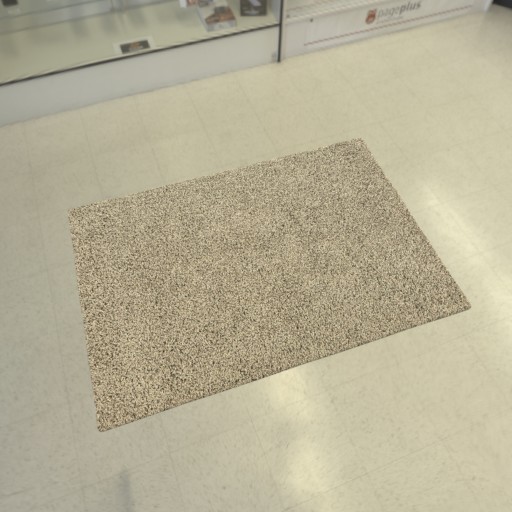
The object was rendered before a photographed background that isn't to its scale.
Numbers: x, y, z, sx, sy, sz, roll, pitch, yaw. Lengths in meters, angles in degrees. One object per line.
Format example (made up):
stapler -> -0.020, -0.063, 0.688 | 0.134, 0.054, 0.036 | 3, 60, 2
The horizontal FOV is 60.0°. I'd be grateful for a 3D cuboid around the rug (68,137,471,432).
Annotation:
rug -> 0.000, 0.000, 2.281 | 1.778, 0.030, 1.219 | -16, 59, -10
